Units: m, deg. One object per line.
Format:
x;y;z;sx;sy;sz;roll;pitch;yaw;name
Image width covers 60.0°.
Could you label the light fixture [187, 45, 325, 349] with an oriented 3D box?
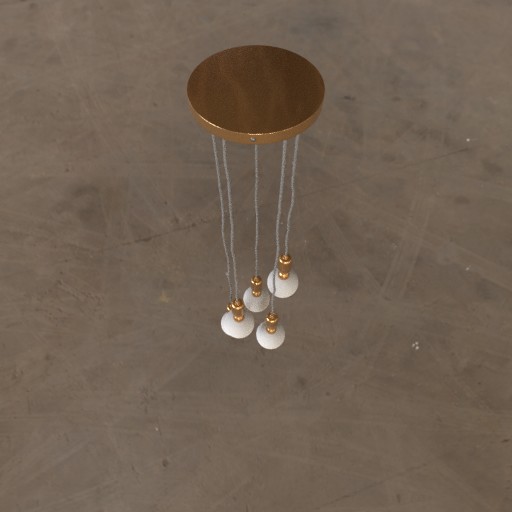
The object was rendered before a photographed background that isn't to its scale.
0.000;0.000;0.504;0.108;0.457;0.105;1;58;1;light fixture
